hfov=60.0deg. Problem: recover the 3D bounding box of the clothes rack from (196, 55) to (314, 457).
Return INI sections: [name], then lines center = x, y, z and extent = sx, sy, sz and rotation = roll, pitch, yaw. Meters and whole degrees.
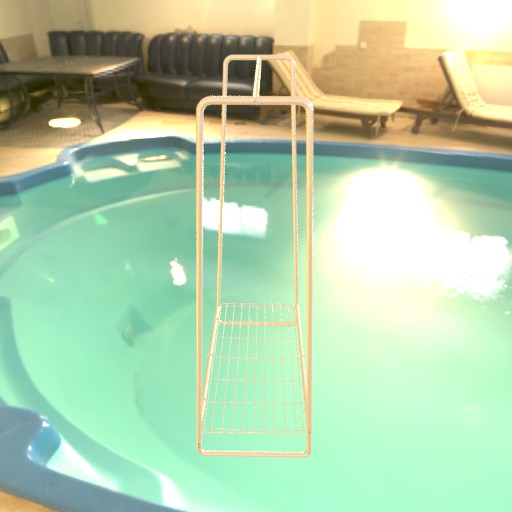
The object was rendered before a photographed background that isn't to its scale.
[clothes rack]
center = 0.000, 0.000, 1.923
extent = 0.495, 1.500, 0.900
rotation = 1, 31, 1
